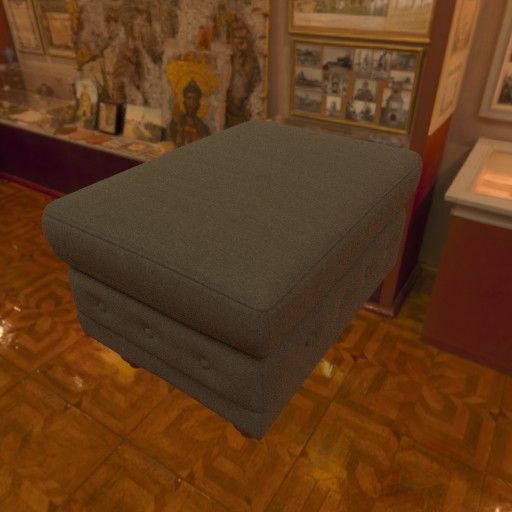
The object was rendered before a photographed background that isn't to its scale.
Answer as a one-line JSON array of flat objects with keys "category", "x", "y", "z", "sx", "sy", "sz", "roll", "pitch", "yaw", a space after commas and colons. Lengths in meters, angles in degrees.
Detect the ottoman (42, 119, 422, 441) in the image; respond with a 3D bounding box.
[{"category": "ottoman", "x": 0.000, "y": 0.000, "z": 1.129, "sx": 0.569, "sy": 0.500, "sz": 0.771, "roll": 20, "pitch": 38, "yaw": 29}]
